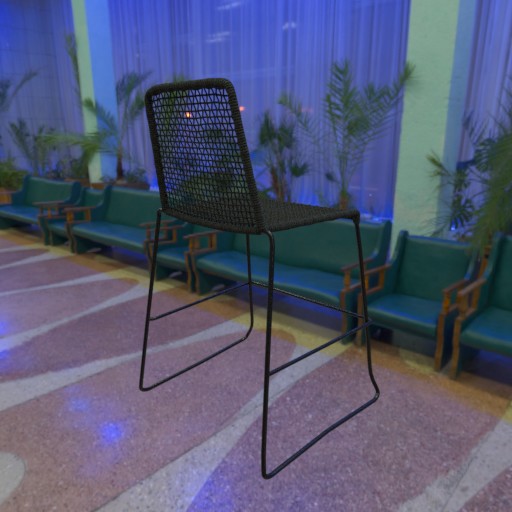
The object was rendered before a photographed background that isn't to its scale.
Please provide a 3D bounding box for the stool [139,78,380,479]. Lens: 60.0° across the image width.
[{"bbox_3d":[0.000,0.000,1.270,0.590,0.905,0.509,15,22,42],"label":"stool"}]
